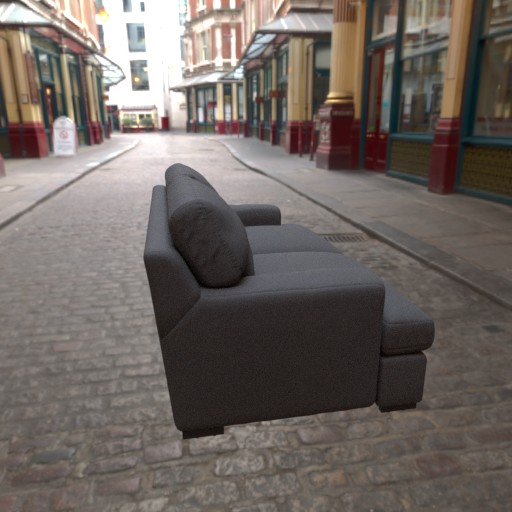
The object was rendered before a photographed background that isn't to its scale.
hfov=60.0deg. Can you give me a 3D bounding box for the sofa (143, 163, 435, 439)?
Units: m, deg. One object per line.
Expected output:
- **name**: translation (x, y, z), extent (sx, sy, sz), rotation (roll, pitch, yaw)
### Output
- **sofa**: translation (0.000, 0.000, 2.519), extent (1.143, 0.940, 1.880), rotation (-3, 17, -11)
